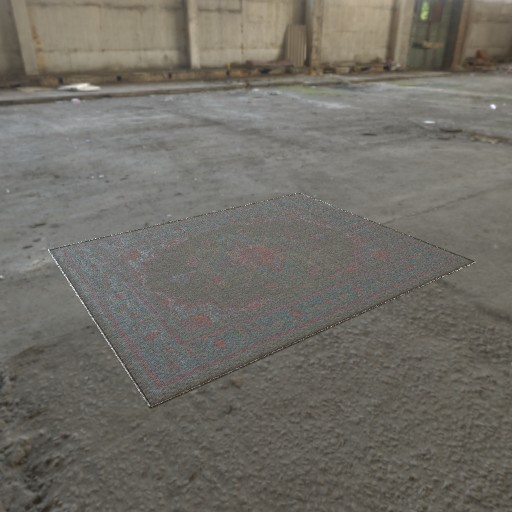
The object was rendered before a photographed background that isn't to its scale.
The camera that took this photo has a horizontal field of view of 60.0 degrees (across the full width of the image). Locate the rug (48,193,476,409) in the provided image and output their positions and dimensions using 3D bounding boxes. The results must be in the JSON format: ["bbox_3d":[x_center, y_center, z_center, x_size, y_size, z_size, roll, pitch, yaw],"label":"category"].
[{"bbox_3d":[0.000,0.000,4.030,3.057,0.013,2.434,-17,30,-31],"label":"rug"}]
